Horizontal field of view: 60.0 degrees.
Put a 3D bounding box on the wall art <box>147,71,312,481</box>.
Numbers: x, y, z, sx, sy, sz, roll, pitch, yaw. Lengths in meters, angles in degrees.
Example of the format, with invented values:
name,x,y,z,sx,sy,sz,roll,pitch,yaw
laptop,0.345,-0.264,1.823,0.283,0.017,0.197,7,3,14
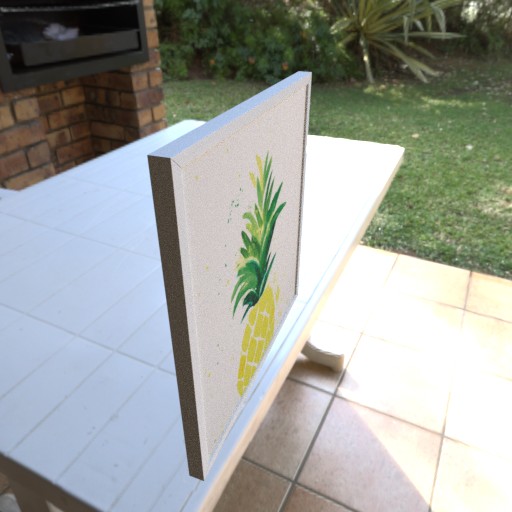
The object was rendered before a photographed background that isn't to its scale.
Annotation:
name,x,y,z,sx,sy,sz,roll,pitch,yaw
wall art,0.000,0.000,1.123,0.038,0.761,0.763,11,33,18
